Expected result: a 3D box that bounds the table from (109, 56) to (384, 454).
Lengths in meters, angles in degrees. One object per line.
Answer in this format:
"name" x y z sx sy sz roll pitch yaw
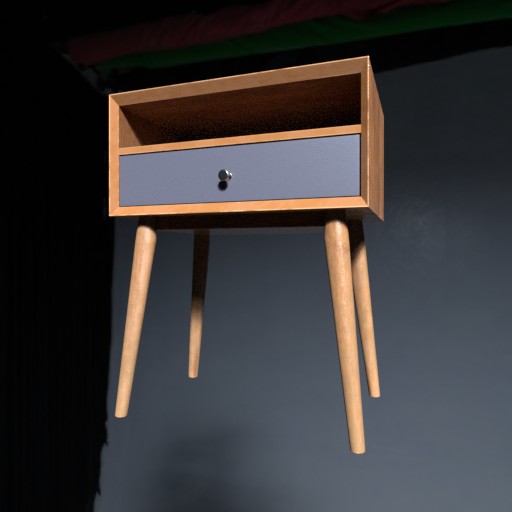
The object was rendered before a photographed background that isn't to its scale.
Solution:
"table" 0.000 0.000 0.858 0.454 0.580 0.307 0 0 20
